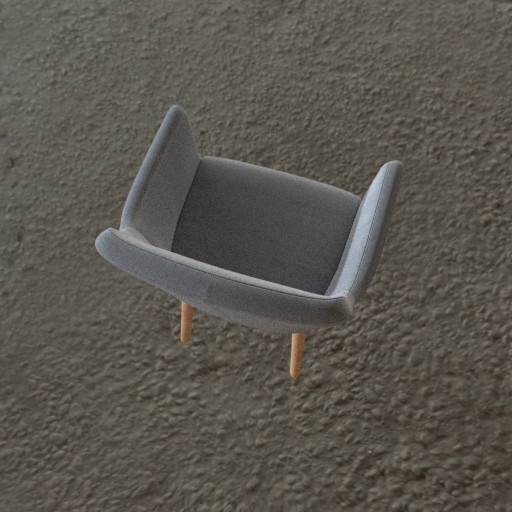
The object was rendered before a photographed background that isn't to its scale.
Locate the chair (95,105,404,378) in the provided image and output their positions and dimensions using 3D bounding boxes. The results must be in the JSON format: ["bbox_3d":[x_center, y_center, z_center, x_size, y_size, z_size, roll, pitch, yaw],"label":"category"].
[{"bbox_3d":[0.000,0.000,1.166,0.570,0.780,0.540,16,66,7],"label":"chair"}]
